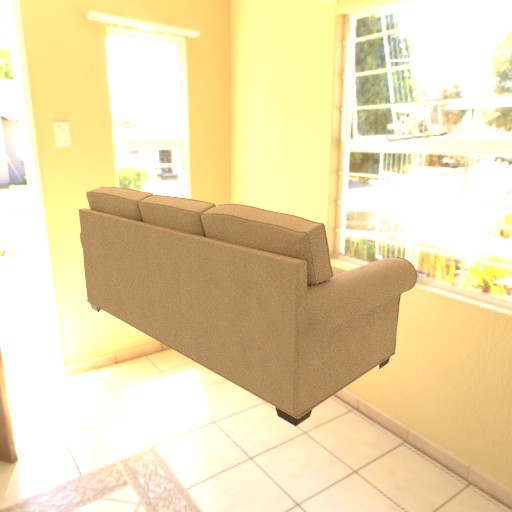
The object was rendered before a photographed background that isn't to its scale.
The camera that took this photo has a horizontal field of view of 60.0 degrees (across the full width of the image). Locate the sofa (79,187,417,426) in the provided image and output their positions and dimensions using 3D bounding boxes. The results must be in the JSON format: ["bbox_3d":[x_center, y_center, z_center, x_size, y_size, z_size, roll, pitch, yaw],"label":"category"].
[{"bbox_3d":[0.000,0.000,2.422,1.226,0.734,1.770,-14,20,-43],"label":"sofa"}]
